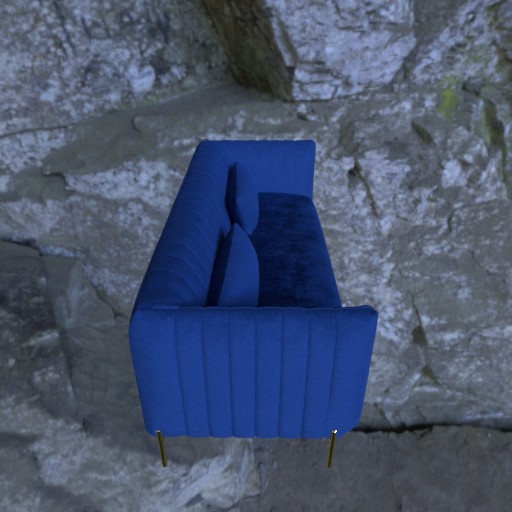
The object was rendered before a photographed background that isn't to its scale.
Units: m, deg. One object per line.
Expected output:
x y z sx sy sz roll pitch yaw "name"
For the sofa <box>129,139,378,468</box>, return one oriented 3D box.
0.000 0.000 2.546 0.896 0.793 2.136 0 31 0 "sofa"
